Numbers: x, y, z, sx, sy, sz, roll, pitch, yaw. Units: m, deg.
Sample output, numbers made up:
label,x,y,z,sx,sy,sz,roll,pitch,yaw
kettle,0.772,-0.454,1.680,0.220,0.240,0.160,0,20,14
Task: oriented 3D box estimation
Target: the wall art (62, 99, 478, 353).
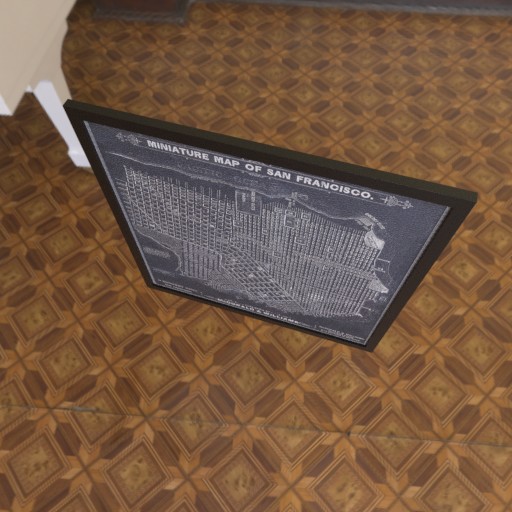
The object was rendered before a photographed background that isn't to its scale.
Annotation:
label,x,y,z,sx,sy,sz,roll,pitch,yaw
wall art,0.000,0.000,1.179,0.807,0.807,0.022,15,60,9
